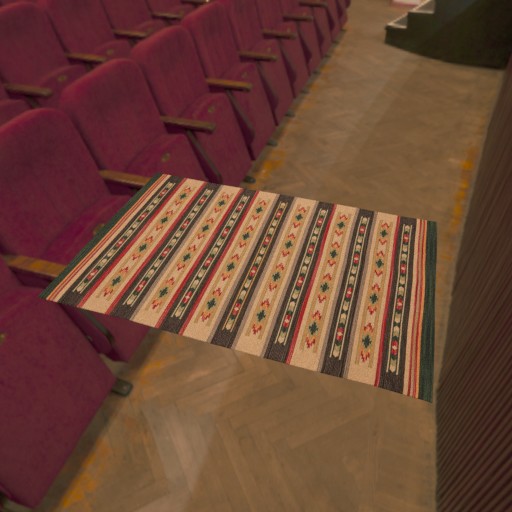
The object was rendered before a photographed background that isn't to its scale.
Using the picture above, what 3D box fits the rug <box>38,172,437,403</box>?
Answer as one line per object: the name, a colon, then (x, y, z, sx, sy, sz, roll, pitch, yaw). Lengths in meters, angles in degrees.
rug: (0.000, 0.000, 2.352, 1.825, 0.009, 1.221, 12, 42, 13)
